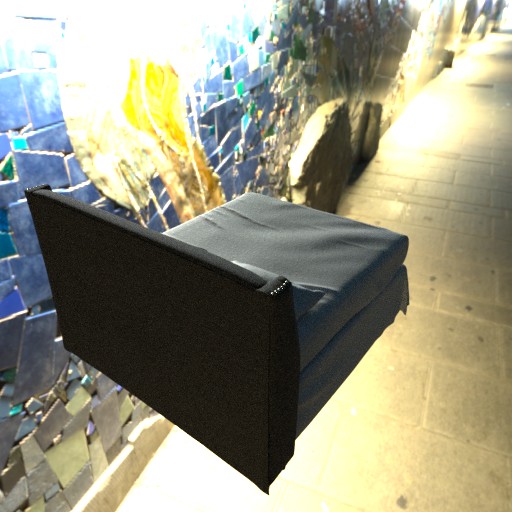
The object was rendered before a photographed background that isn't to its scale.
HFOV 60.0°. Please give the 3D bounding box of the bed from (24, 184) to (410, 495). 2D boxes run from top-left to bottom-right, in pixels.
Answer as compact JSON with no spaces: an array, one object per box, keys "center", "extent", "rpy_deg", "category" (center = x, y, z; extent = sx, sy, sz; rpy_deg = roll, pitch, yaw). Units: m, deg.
[{"center":[0.000,0.000,3.314],"extent":[1.925,1.332,2.276],"rpy_deg":[21,35,32],"category":"bed"}]
